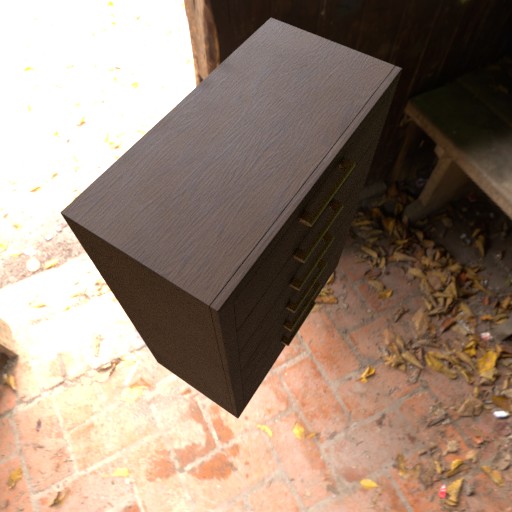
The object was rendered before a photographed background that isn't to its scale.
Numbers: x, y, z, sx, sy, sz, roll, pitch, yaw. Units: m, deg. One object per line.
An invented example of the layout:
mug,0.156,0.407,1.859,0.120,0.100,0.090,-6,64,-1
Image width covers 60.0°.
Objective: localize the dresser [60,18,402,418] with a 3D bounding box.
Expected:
dresser,0.000,0.000,1.787,0.516,1.320,0.964,30,64,16
